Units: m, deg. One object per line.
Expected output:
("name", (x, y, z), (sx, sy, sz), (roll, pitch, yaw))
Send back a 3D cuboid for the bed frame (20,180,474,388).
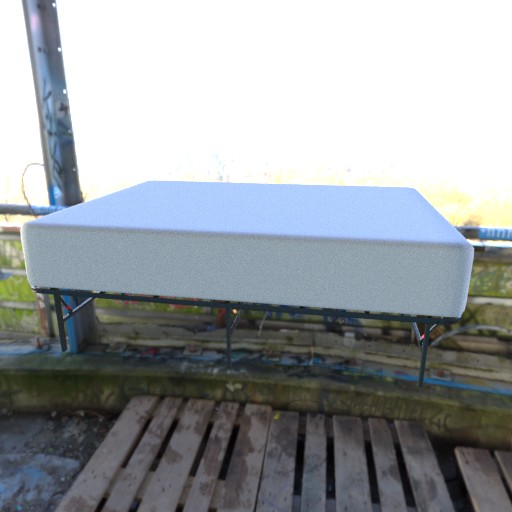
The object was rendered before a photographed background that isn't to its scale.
("bed frame", (0.000, 0.000, 2.705), (2.037, 0.677, 1.528), (3, 18, 10))
